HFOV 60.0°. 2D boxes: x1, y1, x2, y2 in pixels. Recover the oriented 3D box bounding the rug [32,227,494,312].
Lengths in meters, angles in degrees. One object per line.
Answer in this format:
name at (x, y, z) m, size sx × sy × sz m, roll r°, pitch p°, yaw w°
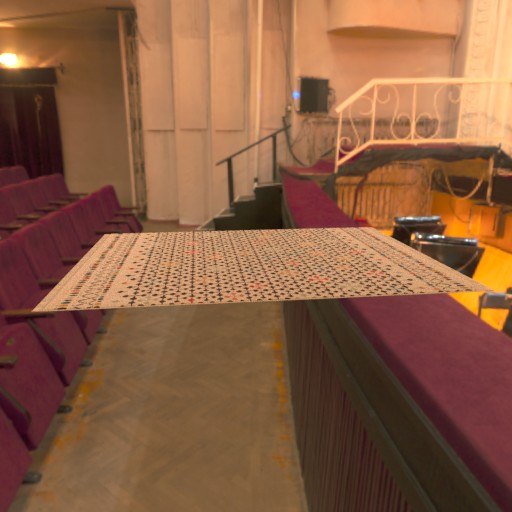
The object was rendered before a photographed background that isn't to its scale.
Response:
rug at (0.000, 0.000, 2.025) m, size 1.556 × 0.006 × 1.146 m, roll -2°, pitch 15°, yaw -7°
